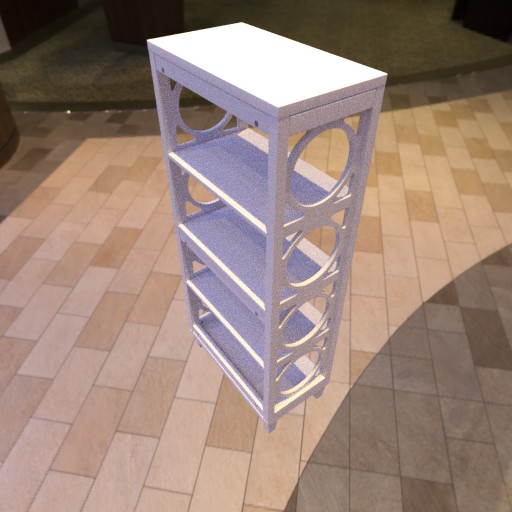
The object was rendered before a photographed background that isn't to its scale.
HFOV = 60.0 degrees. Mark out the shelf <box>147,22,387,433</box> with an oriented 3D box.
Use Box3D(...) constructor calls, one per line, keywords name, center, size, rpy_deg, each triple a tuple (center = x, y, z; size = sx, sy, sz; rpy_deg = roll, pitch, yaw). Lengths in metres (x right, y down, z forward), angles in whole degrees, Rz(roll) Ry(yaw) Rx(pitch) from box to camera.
Box3D(name="shelf", center=(0.000, 0.000, 1.639), size=(0.340, 1.411, 0.611), rpy_deg=(-26, 47, -27))
